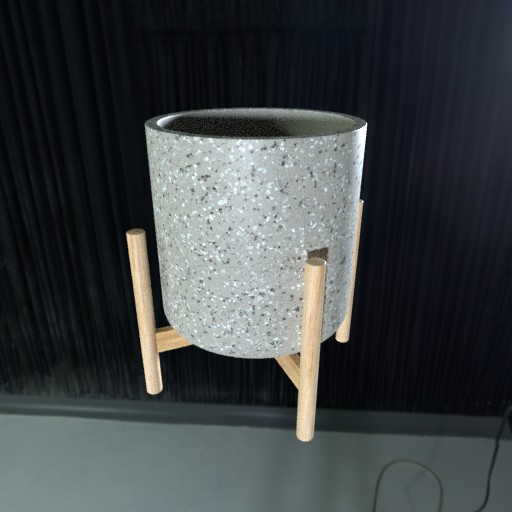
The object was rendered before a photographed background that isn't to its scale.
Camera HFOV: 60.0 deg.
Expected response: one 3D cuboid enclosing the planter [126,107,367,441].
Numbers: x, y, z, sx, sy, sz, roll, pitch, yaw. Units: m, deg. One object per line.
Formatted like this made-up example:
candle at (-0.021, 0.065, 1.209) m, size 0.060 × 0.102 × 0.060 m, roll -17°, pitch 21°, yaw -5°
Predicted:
planter at (0.000, 0.000, 0.708) m, size 0.360 × 0.419 × 0.360 m, roll 0°, pitch 25°, yaw 0°
